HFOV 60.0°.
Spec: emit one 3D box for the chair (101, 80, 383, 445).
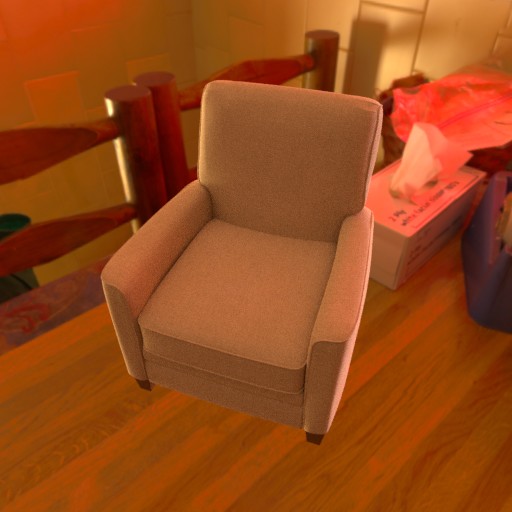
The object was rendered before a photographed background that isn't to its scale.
[{"bbox_3d":[0.000,0.000,1.672,0.845,1.023,0.859,12,42,14],"label":"chair"}]
